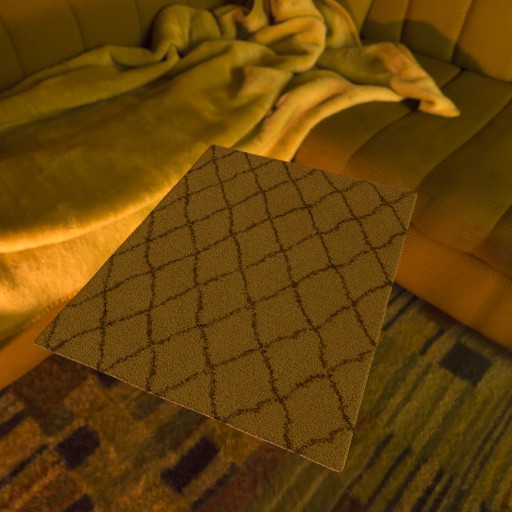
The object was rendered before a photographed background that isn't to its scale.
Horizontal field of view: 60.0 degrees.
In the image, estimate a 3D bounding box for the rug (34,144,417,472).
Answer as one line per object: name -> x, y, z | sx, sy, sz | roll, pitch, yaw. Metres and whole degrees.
rug -> 0.000, 0.000, 4.047 | 2.438, 0.029, 3.047 | 17, 48, 16
